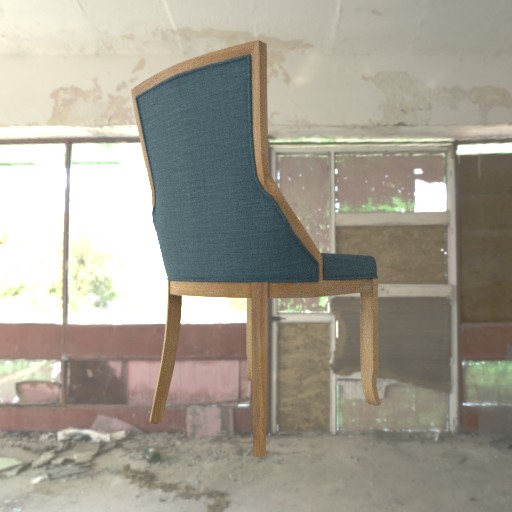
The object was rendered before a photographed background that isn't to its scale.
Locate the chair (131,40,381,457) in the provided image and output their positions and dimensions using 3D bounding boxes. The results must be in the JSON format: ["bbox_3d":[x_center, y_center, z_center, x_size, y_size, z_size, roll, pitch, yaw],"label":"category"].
[{"bbox_3d":[0.000,0.000,1.337,0.524,0.947,0.641,-1,-2,37],"label":"chair"}]
